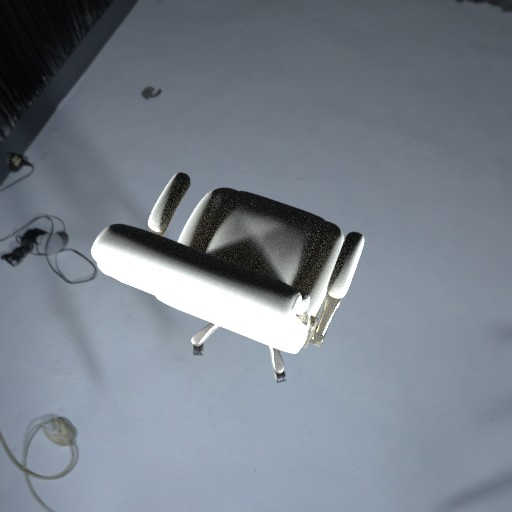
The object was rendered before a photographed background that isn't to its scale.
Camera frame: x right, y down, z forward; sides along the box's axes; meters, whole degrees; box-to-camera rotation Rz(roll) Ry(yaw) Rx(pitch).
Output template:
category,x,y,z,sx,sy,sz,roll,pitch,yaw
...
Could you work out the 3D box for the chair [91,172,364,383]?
category,x,y,z,sx,sy,sz,roll,pitch,yaw
chair,0.000,0.000,1.614,0.740,1.110,0.794,17,65,8
